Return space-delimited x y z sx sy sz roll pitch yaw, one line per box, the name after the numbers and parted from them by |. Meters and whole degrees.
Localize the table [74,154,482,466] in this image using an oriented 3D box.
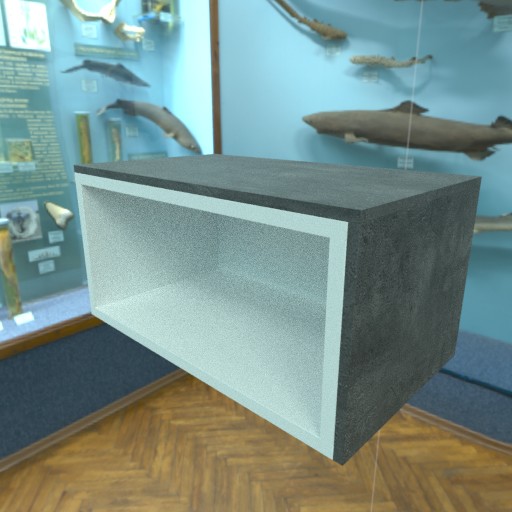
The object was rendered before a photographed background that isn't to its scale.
0.000 0.000 0.911 0.700 0.350 0.400 16 23 41 | table
